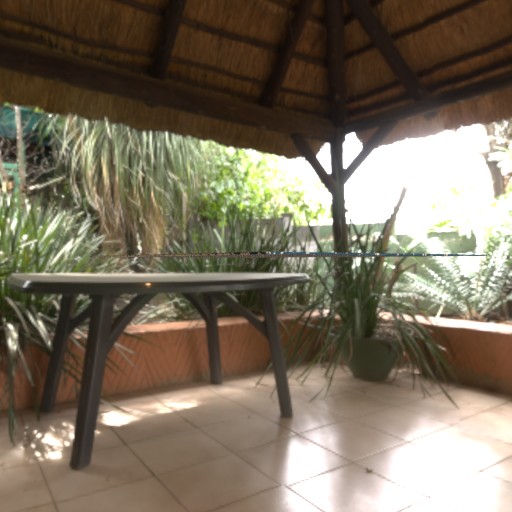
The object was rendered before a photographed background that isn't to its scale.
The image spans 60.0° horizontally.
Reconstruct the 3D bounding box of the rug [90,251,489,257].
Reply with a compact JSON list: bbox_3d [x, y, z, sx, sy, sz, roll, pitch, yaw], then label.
[{"bbox_3d":[0.000,0.000,2.340,1.220,0.007,1.828,0,-1,-35],"label":"rug"}]
